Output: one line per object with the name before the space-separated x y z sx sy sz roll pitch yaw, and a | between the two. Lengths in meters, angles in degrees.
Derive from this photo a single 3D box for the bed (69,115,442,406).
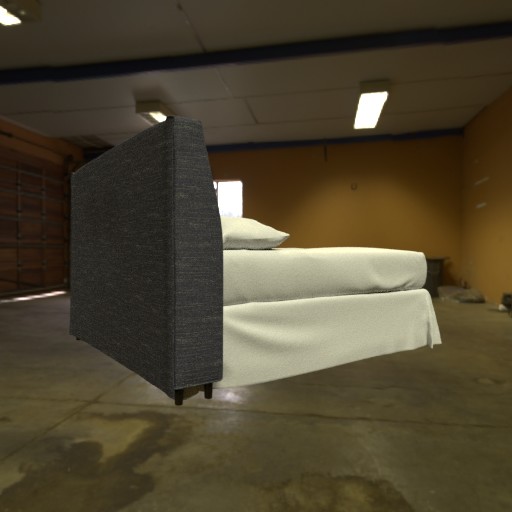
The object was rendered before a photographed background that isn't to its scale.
bed | 0.000 0.000 3.382 2.276 1.332 1.925 -1 1 -36
